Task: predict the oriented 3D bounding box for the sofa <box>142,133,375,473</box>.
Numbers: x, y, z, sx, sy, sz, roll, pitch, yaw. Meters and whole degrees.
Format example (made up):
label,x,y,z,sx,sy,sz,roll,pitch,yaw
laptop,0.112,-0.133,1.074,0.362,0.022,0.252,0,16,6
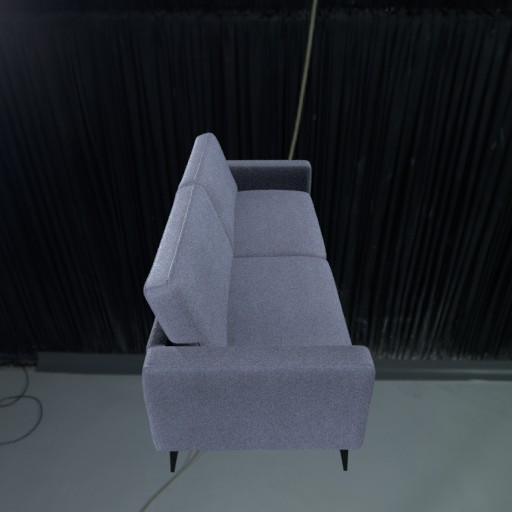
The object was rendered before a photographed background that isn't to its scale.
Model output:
label,x,y,z,sx,sy,sz,roll,pitch,yaw
sofa,0.000,0.000,2.311,0.774,0.828,1.925,0,32,0
